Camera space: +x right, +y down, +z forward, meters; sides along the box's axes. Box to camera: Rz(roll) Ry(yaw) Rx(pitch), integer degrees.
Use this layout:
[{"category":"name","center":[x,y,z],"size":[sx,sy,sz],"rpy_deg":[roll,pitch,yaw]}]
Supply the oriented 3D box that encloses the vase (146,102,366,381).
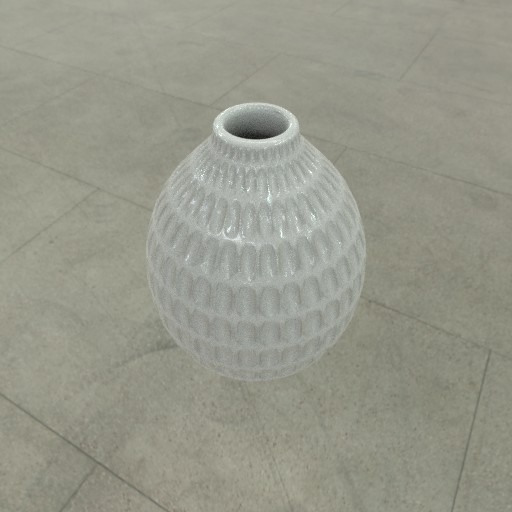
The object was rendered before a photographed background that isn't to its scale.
[{"category":"vase","center":[0.000,0.000,0.334],"size":[0.162,0.223,0.162],"rpy_deg":[0,46,0]}]
